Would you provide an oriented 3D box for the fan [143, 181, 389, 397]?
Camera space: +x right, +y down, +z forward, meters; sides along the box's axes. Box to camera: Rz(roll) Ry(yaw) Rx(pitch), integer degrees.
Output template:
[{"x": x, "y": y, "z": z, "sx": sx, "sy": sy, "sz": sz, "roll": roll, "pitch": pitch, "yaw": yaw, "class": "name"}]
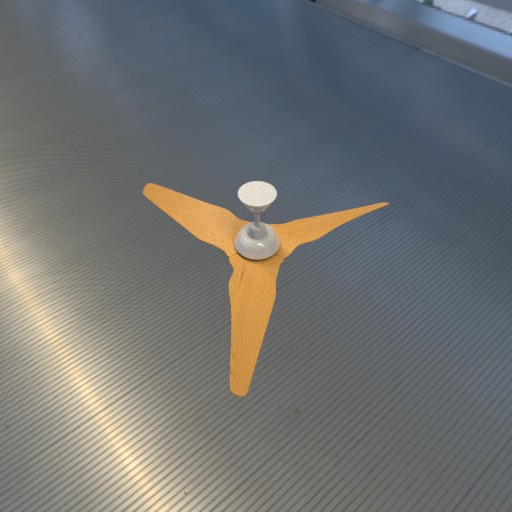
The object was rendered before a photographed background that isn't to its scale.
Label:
[{"x": 0.000, "y": 0.000, "z": 1.665, "sx": 1.142, "sy": 0.355, "sz": 1.010, "roll": 3, "pitch": 48, "yaw": 3, "class": "fan"}]
